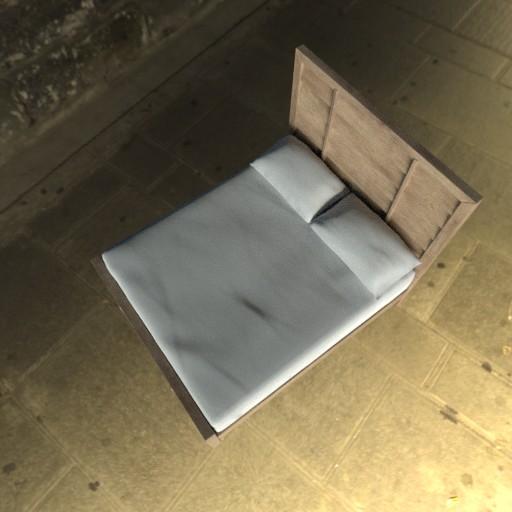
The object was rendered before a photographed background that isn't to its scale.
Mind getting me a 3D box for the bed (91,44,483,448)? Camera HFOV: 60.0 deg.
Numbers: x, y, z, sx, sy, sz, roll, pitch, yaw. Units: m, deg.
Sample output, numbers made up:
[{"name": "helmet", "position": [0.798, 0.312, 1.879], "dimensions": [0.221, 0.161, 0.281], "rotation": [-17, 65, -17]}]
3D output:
[{"name": "bed", "position": [0.000, 0.000, 3.250], "dimensions": [2.017, 1.631, 1.615], "rotation": [-33, 68, -16]}]
